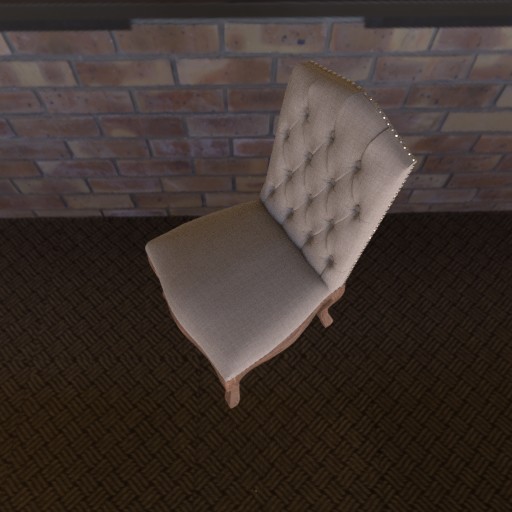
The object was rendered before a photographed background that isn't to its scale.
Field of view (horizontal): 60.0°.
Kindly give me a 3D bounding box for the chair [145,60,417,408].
[{"bbox_3d":[0.000,0.000,1.637,0.731,1.191,0.637,-30,66,-15],"label":"chair"}]
